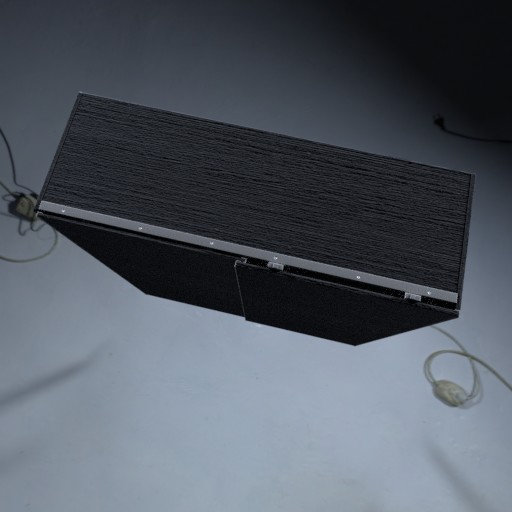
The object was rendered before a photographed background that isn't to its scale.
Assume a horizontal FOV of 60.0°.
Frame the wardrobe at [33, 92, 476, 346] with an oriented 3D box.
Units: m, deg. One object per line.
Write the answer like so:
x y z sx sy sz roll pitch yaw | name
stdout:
0.000 0.000 2.804 1.780 1.960 0.629 13 76 3 | wardrobe
